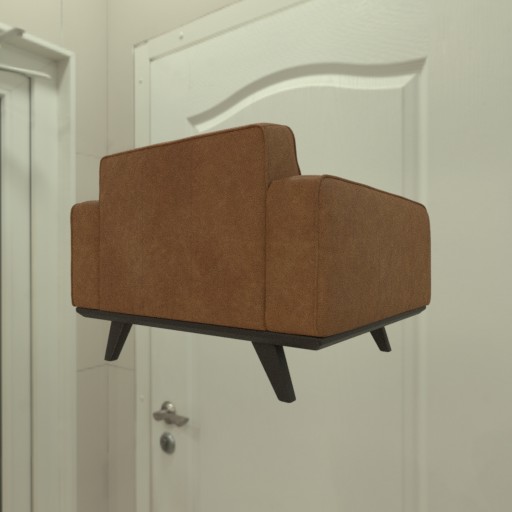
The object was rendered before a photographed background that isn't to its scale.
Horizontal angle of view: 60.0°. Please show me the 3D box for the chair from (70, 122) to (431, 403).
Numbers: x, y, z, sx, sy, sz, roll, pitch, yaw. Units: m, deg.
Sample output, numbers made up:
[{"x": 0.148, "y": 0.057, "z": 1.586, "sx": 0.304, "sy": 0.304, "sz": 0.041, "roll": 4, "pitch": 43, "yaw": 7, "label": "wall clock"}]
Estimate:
[{"x": 0.000, "y": 0.000, "z": 1.745, "sx": 1.118, "sy": 0.782, "sz": 0.952, "roll": 0, "pitch": 0, "yaw": 36, "label": "chair"}]
